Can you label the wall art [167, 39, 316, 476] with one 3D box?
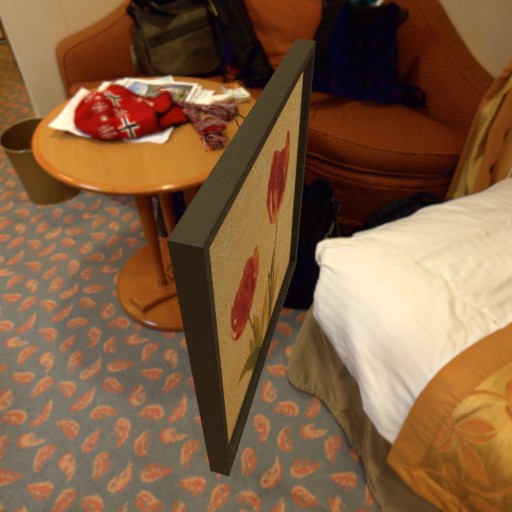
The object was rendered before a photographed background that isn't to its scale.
[{"bbox_3d":[0.000,0.000,0.496,0.038,0.349,0.349,11,45,11],"label":"wall art"}]
